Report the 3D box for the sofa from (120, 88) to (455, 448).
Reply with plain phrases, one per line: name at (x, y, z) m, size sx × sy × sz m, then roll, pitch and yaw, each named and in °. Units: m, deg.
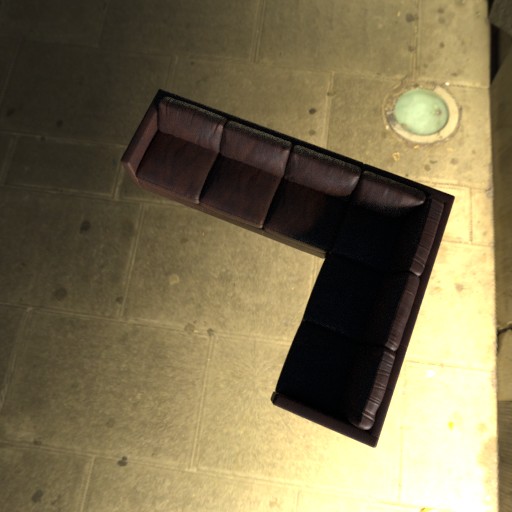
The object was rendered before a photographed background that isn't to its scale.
sofa at (0.000, 0.000, 4.369) m, size 3.152 × 0.836 × 2.438 m, roll 22°, pitch 76°, yaw 6°
